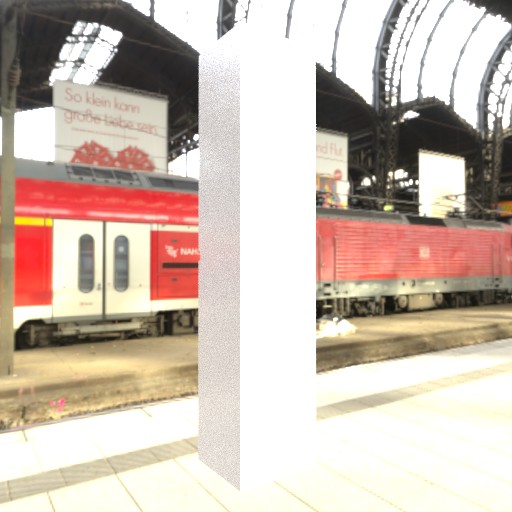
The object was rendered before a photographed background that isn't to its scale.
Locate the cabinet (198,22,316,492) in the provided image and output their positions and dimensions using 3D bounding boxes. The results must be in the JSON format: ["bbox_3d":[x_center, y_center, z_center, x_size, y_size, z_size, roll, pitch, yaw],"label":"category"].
[{"bbox_3d":[0.000,0.000,1.515,0.300,1.400,0.269,1,-1,-35],"label":"cabinet"}]
